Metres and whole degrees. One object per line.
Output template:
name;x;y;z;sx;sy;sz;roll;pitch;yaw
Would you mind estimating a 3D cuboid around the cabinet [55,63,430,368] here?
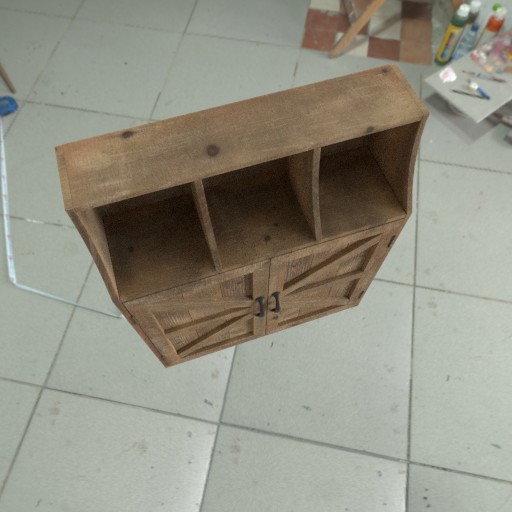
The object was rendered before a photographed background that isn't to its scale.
cabinet;0.000;0.000;0.832;0.489;0.590;0.184;-17;64;-8
